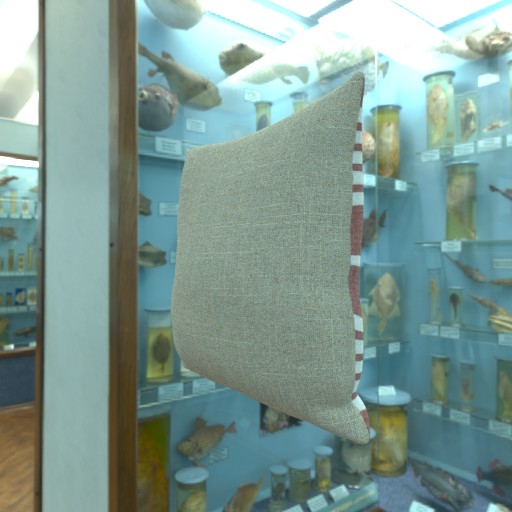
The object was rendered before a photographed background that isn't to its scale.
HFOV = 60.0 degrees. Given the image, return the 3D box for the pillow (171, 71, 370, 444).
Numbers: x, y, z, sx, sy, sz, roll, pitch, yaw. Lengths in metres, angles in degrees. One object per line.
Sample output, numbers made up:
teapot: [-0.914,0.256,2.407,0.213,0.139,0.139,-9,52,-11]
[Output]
pillow: [0.000,0.000,0.676,0.182,0.427,0.439,0,0,-37]
